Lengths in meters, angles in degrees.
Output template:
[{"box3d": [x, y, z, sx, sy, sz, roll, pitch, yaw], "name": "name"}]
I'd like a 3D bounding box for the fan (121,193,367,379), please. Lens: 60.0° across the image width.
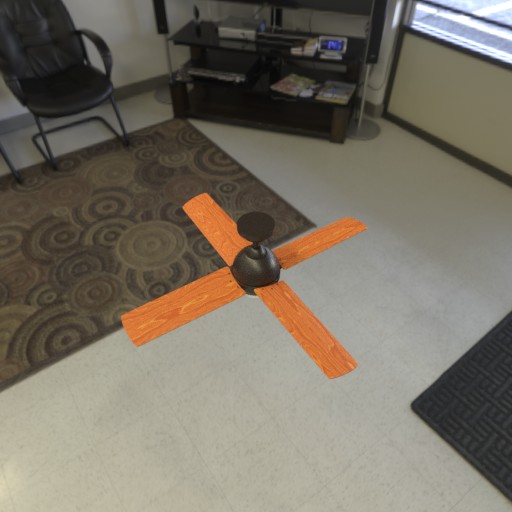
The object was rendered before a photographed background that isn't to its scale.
[{"box3d": [0.000, 0.000, 2.090, 1.332, 0.403, 1.332, -25, 51, -22], "name": "fan"}]
